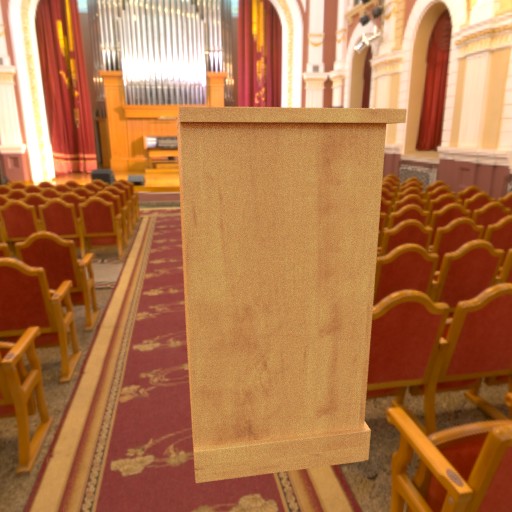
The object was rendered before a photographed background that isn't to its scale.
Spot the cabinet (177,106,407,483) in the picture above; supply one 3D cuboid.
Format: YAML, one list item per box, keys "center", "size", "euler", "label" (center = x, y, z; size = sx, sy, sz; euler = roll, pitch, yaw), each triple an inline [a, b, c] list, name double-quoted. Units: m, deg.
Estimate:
- center: [0.000, 0.000, 1.399]
  size: [0.450, 0.840, 0.920]
  euler: [-3, 16, -10]
  label: "cabinet"
